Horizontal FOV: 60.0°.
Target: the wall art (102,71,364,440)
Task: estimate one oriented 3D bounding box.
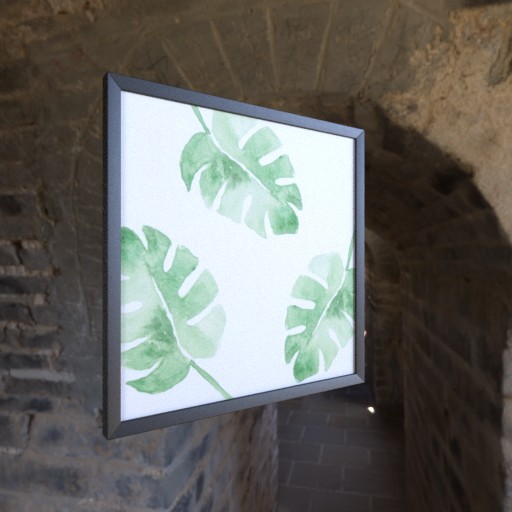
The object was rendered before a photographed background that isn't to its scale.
[{"bbox_3d":[0.000,0.000,1.145,0.765,0.765,0.038,0,0,-34],"label":"wall art"}]
